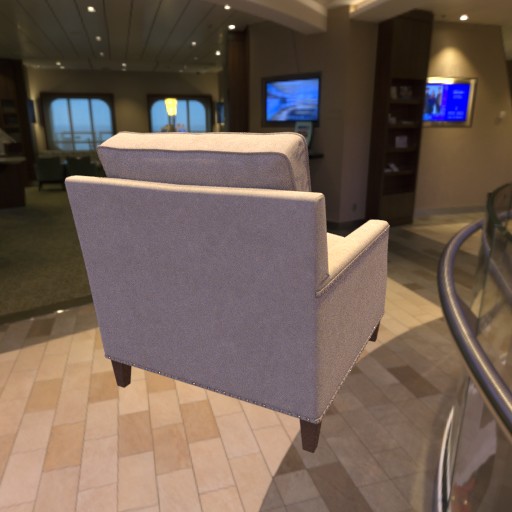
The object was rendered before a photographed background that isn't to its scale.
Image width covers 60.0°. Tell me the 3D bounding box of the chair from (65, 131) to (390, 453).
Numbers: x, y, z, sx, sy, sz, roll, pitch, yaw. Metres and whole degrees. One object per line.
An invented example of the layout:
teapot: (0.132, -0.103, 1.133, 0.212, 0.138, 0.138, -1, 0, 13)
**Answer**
chair: (0.000, 0.000, 1.727, 0.853, 0.943, 1.014, 8, 18, 26)
